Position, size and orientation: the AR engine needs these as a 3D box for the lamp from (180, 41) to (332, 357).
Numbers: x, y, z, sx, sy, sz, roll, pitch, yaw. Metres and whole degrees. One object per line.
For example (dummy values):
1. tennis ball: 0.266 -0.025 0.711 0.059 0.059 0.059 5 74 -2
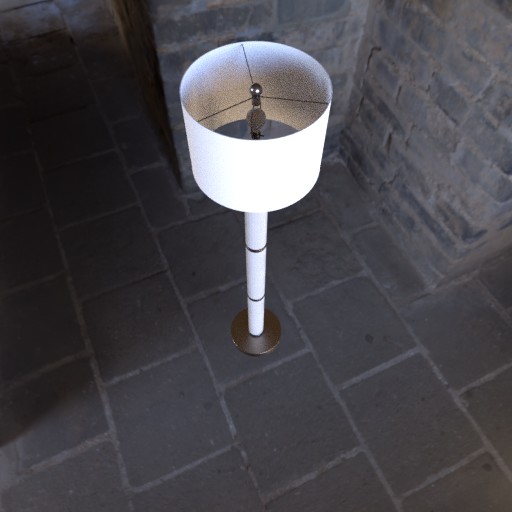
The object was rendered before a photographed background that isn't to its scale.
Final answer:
1. lamp: 0.000 0.000 1.764 0.377 1.599 0.377 16 60 10
